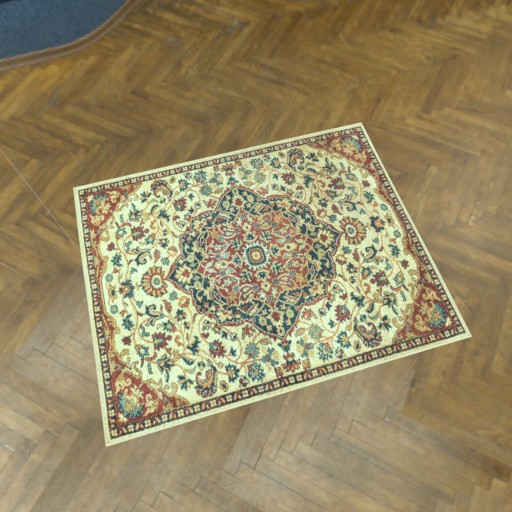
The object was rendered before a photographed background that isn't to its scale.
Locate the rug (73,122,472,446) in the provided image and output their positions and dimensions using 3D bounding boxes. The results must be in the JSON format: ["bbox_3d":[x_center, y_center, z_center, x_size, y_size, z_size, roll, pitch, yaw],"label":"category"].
[{"bbox_3d":[0.000,0.000,4.051,3.067,0.005,2.454,-15,65,-7],"label":"rug"}]
